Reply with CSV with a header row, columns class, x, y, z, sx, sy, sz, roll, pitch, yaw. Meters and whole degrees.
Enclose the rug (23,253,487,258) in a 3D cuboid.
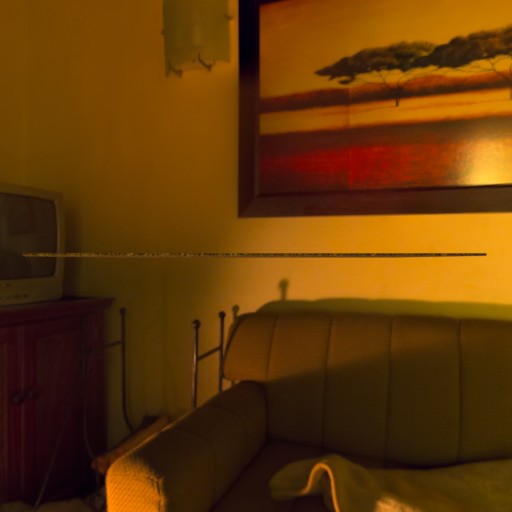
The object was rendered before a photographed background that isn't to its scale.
class,x,y,z,sx,sy,sz,roll,pitch,yaw
rug,0.000,0.000,2.303,1.808,0.011,1.189,0,-1,1
